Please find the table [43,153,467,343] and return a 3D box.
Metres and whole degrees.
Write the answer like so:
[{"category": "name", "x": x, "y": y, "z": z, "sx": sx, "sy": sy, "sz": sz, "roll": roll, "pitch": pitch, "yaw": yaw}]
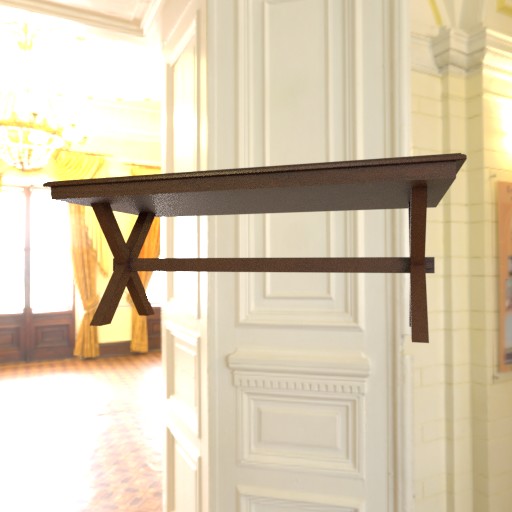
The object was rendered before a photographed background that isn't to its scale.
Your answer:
[{"category": "table", "x": 0.000, "y": 0.000, "z": 1.471, "sx": 1.197, "sy": 0.459, "sz": 0.594, "roll": 0, "pitch": -1, "yaw": 18}]
